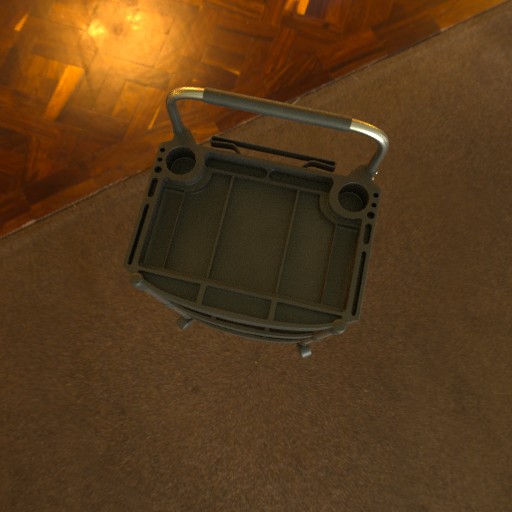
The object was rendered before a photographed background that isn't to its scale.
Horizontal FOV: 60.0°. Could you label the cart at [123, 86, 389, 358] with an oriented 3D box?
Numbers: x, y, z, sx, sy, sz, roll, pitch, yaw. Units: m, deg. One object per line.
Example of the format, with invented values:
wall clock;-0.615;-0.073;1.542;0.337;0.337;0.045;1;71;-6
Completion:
cart;0.000;0.000;1.396;0.584;1.075;0.518;13;77;3
